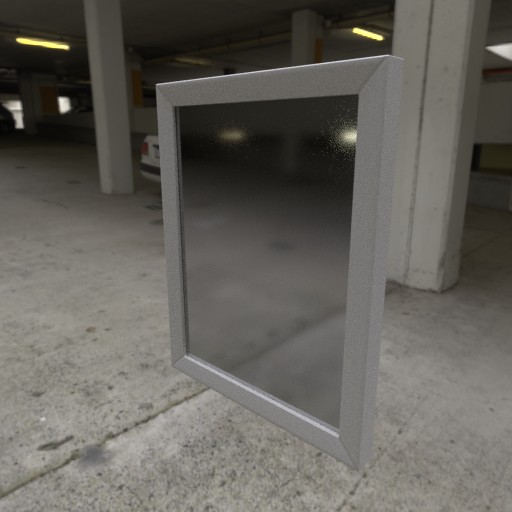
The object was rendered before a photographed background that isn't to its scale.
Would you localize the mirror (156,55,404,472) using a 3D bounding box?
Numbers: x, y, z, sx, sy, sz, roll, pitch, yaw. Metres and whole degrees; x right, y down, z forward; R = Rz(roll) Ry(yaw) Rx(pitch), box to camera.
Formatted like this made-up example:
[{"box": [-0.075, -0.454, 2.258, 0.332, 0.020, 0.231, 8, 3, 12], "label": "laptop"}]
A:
[{"box": [0.000, 0.000, 0.665, 0.405, 0.508, 0.041, 14, 20, 41], "label": "mirror"}]
